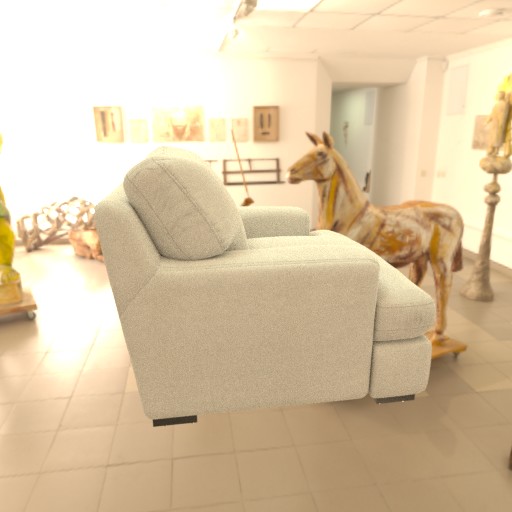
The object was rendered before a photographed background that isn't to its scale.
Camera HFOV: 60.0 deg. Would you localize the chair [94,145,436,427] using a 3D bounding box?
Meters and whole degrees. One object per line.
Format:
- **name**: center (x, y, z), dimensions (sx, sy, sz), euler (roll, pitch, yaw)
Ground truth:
- **chair**: center (0.000, 0.000, 1.976), dimensions (1.158, 0.930, 1.140), euler (-3, 16, -9)
